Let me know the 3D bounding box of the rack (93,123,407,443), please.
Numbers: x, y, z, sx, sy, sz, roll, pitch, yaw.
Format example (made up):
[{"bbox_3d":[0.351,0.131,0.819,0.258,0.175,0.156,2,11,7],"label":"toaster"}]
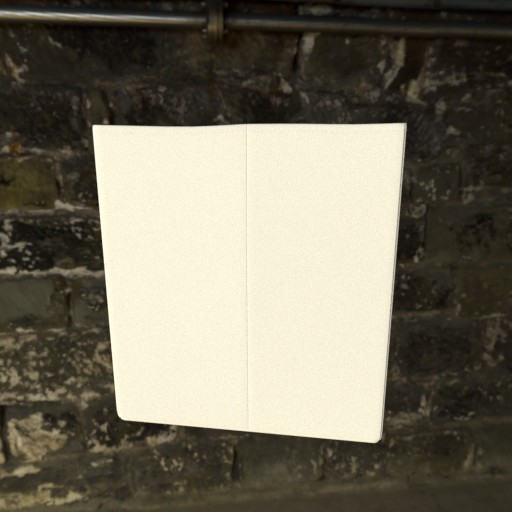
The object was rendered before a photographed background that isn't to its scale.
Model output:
[{"bbox_3d":[0.000,0.000,0.510,0.270,0.280,0.270,2,14,8],"label":"rack"}]
